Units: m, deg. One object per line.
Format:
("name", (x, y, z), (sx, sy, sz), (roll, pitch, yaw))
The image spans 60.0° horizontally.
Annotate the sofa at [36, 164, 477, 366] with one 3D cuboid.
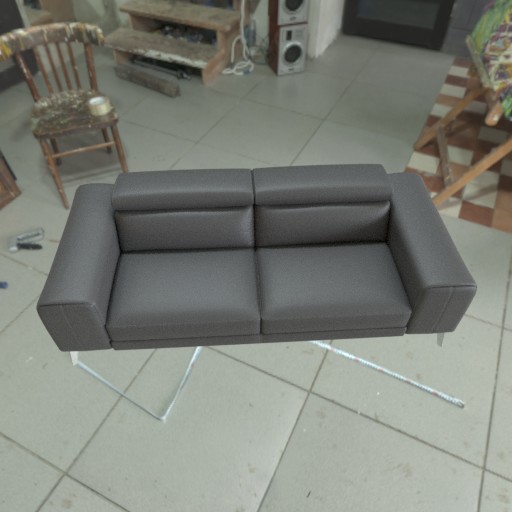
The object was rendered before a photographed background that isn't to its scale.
("sofa", (0.000, 0.000, 2.767), (2.321, 0.759, 1.023), (-2, 47, -2))
